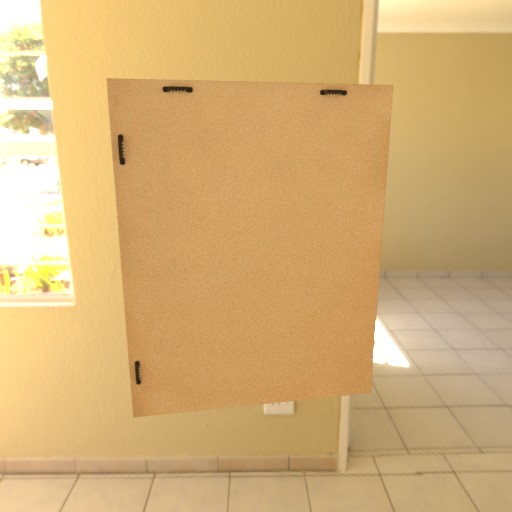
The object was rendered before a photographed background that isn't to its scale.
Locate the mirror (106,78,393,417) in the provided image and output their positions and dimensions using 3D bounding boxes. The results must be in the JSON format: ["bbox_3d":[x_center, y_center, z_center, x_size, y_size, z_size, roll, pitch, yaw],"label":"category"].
[{"bbox_3d":[0.000,0.000,0.695,0.406,0.509,0.041,-3,15,-10],"label":"mirror"}]
